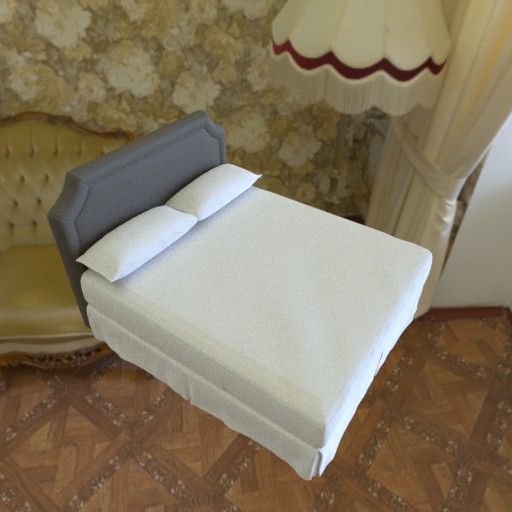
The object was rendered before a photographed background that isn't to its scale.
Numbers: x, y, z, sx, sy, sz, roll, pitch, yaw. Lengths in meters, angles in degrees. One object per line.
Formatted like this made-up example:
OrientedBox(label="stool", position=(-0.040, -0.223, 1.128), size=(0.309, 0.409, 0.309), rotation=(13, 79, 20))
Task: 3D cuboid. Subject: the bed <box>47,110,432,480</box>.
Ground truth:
OrientedBox(label="bed", position=(0.000, 0.000, 3.847), size=(2.536, 1.561, 2.194), rotation=(24, 45, 26))
